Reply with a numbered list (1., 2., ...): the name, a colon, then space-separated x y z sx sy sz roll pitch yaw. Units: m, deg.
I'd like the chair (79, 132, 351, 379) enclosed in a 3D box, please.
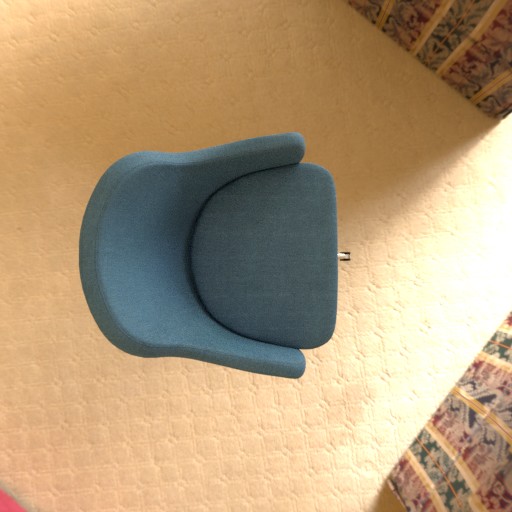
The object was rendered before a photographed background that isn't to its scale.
1. chair: 0.000 0.000 1.247 0.655 0.820 0.599 0 89 3
